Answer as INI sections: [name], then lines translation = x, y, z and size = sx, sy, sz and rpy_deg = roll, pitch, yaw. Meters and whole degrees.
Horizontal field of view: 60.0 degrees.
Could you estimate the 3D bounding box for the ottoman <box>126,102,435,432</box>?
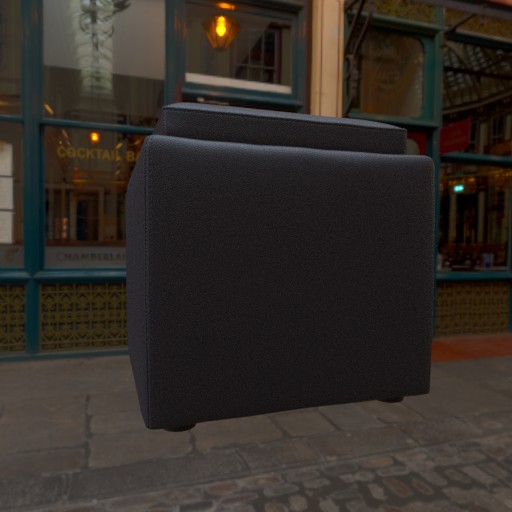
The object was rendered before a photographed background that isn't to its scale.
[ottoman]
translation = 0.000, 0.000, 0.821
size = 0.451, 0.460, 0.450
rpy_deg = 0, 2, -19
